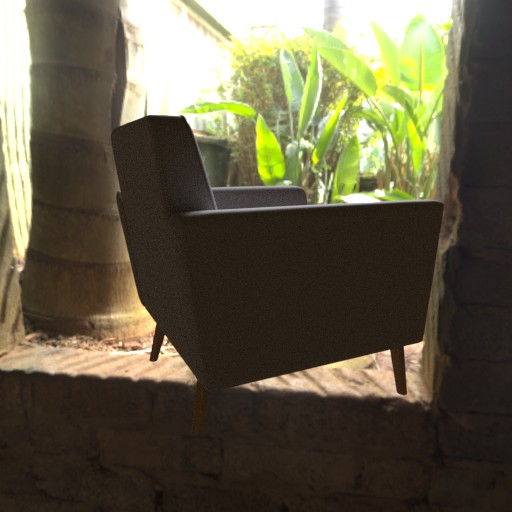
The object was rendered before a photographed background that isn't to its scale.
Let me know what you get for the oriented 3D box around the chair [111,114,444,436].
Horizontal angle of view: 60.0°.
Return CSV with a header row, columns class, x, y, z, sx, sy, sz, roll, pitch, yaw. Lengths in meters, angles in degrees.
class,x,y,z,sx,sy,sz,roll,pitch,yaw
chair,0.000,0.000,1.382,0.750,0.780,0.780,-6,14,-25
